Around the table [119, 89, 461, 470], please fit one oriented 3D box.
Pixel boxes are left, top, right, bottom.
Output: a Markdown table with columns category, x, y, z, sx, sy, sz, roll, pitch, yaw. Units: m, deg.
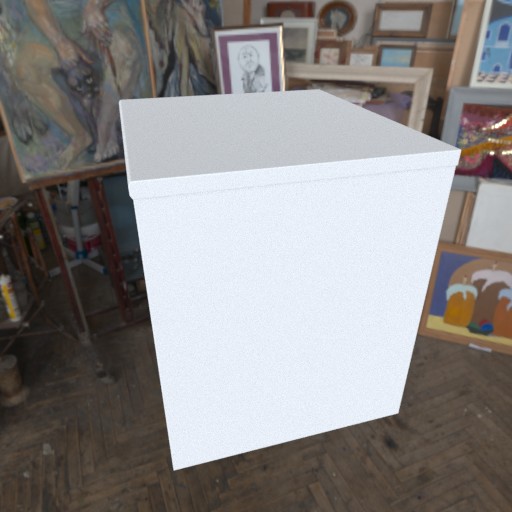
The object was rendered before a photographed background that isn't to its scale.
| category | x | y | z | sx | sy | sz | roll | pitch | yaw |
| --- | --- | --- | --- | --- | --- | --- | --- | --- | --- |
| table | 0.000 | 0.000 | 0.763 | 0.380 | 0.460 | 0.420 | -8 | 31 | -14 |
